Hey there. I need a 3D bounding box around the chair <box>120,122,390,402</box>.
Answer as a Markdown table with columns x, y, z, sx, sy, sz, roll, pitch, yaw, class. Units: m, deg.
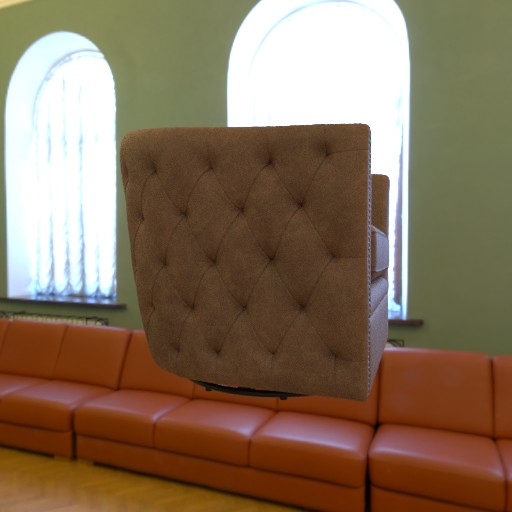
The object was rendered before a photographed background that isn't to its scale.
| x | y | z | sx | sy | sz | roll | pitch | yaw | class |
| --- | --- | --- | --- | --- | --- | --- | --- | --- | --- |
| 0.000 | 0.000 | 1.554 | 0.870 | 0.790 | 0.850 | 0 | 1 | 20 | chair |
